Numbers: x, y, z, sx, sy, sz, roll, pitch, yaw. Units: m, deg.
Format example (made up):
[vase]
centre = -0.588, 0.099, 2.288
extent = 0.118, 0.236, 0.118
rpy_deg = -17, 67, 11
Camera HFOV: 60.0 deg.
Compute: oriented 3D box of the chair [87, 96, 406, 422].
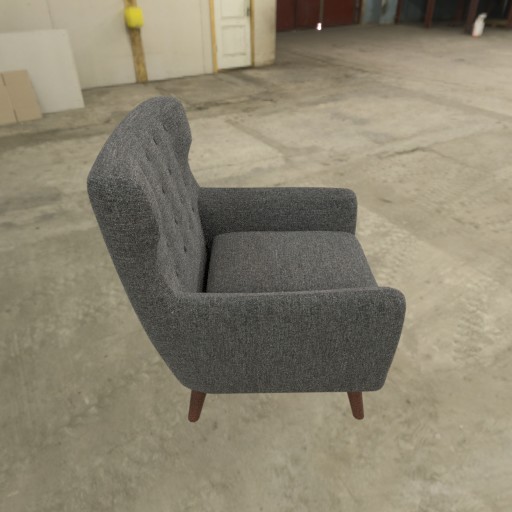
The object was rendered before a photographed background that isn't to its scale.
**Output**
[chair]
centre = 0.000, 0.000, 1.725
extent = 0.940, 1.039, 0.889
rpy_deg = -1, 33, -1
